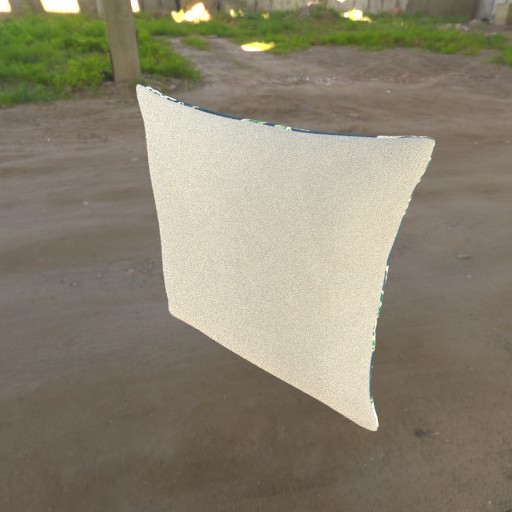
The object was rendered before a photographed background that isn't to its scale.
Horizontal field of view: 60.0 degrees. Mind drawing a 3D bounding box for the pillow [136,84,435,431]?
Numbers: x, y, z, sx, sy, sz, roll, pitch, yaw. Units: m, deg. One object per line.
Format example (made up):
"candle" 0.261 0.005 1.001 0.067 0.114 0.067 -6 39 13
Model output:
"pillow" 0.000 0.000 0.766 0.525 0.508 0.166 23 38 33
